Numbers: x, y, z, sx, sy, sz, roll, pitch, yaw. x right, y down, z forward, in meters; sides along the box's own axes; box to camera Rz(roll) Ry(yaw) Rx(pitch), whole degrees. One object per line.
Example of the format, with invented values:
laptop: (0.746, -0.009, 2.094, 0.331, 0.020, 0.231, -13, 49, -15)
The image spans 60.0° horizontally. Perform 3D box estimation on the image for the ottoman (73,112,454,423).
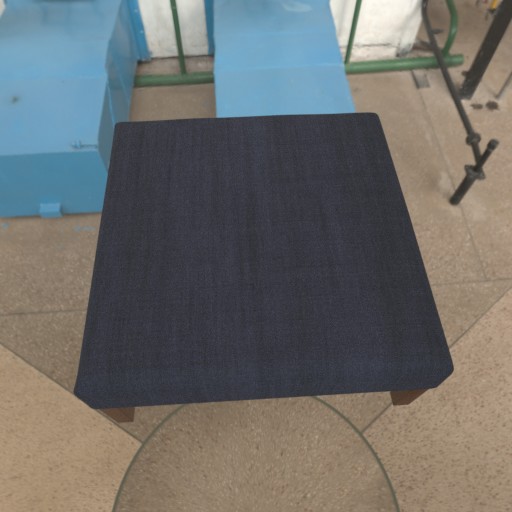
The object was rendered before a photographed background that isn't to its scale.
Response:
ottoman: (0.000, 0.000, 1.377, 0.889, 0.411, 0.890, -3, 58, -2)
